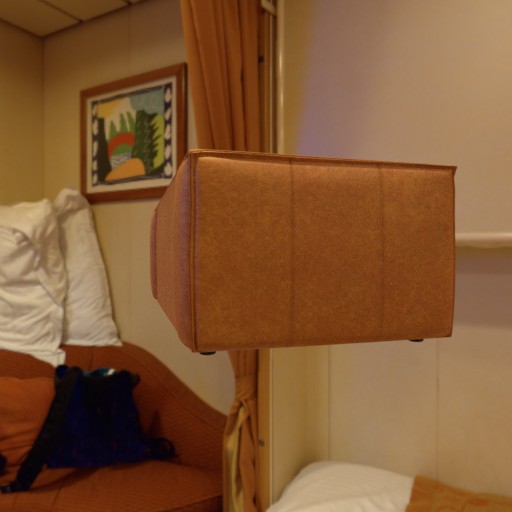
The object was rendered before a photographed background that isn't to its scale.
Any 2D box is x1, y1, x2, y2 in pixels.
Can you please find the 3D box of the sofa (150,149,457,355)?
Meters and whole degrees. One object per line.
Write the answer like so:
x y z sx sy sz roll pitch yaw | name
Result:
0.000 0.000 2.537 1.102 0.703 2.088 0 0 -16 | sofa
